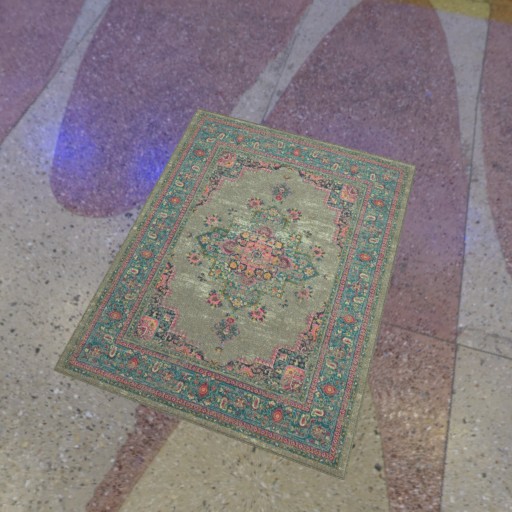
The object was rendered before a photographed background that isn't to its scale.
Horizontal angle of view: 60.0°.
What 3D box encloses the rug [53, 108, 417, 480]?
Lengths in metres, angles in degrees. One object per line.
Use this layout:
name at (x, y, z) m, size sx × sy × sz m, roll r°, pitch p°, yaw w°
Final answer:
rug at (0.000, 0.000, 4.073) m, size 2.434 × 0.013 × 3.057 m, roll 17°, pitch 64°, yaw 9°
